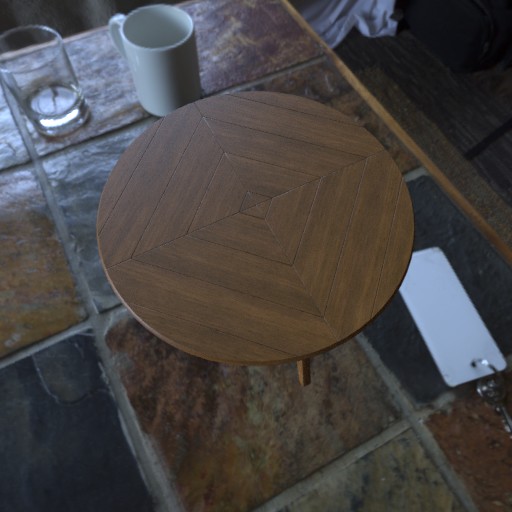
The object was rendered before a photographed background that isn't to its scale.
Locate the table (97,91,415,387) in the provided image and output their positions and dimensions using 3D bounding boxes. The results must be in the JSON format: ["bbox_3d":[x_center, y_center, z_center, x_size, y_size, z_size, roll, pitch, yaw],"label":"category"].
[{"bbox_3d":[0.000,0.000,1.811,1.055,0.757,1.055,0,63,0],"label":"table"}]
